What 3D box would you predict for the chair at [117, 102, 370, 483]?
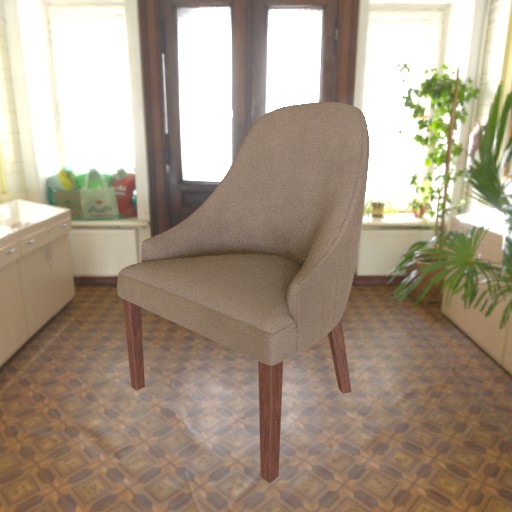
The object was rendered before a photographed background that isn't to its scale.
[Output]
[{"bbox_3d":[0.000,0.000,1.312,0.643,0.889,0.575,14,20,42],"label":"chair"}]
